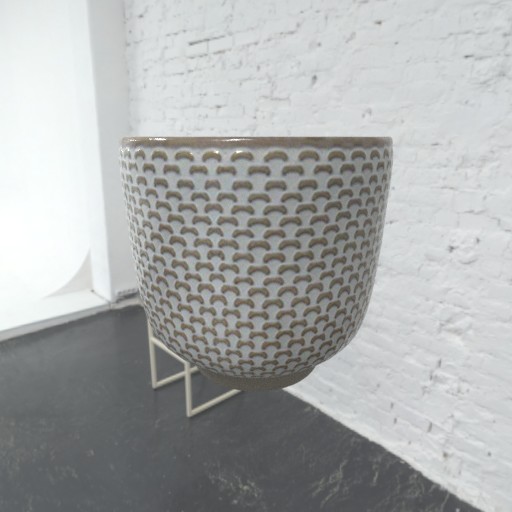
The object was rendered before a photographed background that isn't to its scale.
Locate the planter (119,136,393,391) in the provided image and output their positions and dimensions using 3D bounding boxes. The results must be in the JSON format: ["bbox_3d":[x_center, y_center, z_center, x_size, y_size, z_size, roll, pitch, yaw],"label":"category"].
[{"bbox_3d":[0.000,0.000,0.248,0.139,0.130,0.139,0,15,0],"label":"planter"}]
